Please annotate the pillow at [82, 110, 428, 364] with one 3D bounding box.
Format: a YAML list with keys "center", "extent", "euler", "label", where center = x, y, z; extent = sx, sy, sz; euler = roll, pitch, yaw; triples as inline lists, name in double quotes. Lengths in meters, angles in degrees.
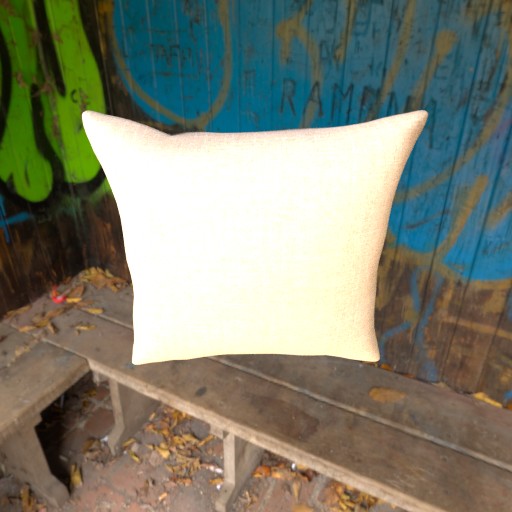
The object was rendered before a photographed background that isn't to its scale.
- center: [0.000, 0.000, 0.626]
  extent: [0.414, 0.399, 0.173]
  euler: [-1, 29, -1]
  label: "pillow"
